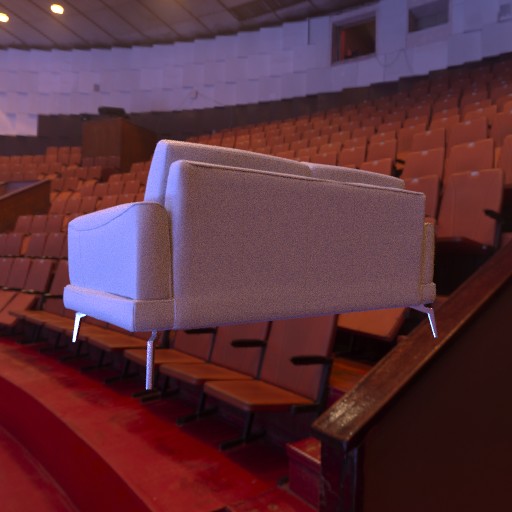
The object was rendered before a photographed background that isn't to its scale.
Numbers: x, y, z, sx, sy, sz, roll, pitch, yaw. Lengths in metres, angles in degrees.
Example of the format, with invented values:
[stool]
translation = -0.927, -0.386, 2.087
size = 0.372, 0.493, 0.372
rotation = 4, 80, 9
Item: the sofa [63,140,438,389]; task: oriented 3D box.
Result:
[sofa]
translation = 0.000, 0.000, 2.444
size = 1.819, 0.930, 1.121
rotation = 0, 0, -35
